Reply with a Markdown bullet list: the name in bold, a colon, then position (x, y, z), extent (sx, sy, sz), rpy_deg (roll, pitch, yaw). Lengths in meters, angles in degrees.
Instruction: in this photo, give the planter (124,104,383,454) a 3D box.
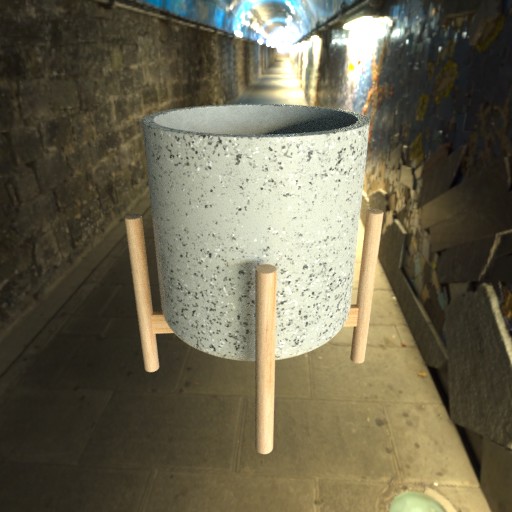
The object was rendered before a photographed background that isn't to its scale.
- **planter**: position (0.000, 0.000, 0.693), extent (0.360, 0.419, 0.360), rpy_deg (8, 26, 17)
